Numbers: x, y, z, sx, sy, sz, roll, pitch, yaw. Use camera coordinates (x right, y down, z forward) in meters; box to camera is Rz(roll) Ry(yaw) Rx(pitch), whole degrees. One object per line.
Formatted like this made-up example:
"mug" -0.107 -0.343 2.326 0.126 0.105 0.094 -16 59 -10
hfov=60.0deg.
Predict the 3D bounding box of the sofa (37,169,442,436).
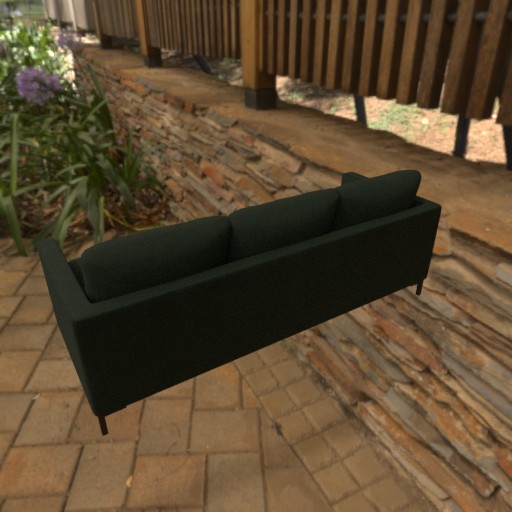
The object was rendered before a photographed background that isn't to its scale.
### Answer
"sofa" 0.000 0.000 2.641 2.218 0.870 0.859 -17 33 -28
